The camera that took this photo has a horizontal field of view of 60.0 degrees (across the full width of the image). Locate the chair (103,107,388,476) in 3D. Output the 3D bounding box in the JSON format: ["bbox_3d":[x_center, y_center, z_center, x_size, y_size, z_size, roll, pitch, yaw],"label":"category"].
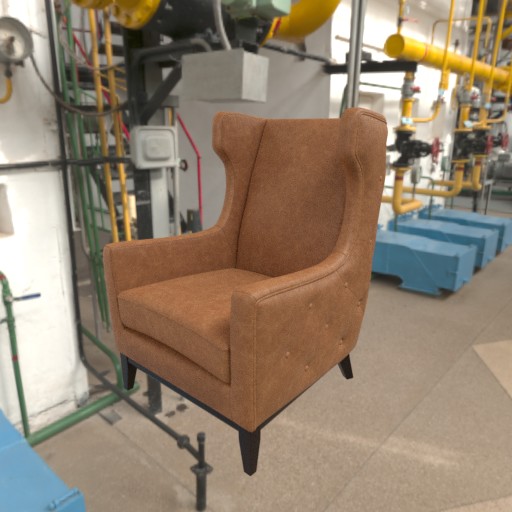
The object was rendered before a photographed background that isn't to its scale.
[{"bbox_3d":[0.000,0.000,1.708,0.766,1.079,0.899,14,22,40],"label":"chair"}]
